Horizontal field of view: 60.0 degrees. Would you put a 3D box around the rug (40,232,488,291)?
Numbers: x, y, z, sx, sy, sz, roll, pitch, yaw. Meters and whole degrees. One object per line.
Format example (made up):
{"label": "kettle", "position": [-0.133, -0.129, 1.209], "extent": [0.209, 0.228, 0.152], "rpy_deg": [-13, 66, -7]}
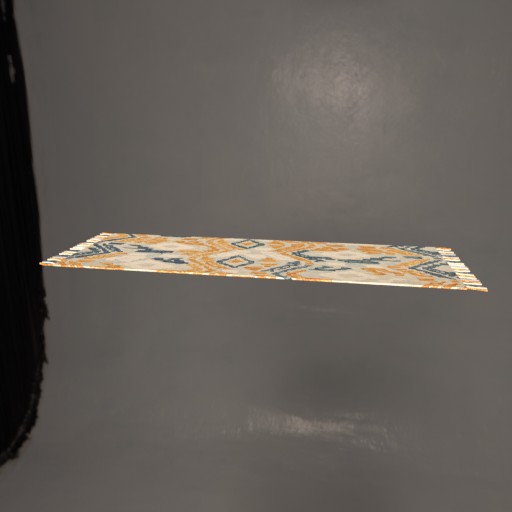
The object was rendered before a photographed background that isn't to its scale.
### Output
{"label": "rug", "position": [0.000, 0.000, 2.721], "extent": [2.437, 0.010, 0.783], "rpy_deg": [3, 17, 9]}
